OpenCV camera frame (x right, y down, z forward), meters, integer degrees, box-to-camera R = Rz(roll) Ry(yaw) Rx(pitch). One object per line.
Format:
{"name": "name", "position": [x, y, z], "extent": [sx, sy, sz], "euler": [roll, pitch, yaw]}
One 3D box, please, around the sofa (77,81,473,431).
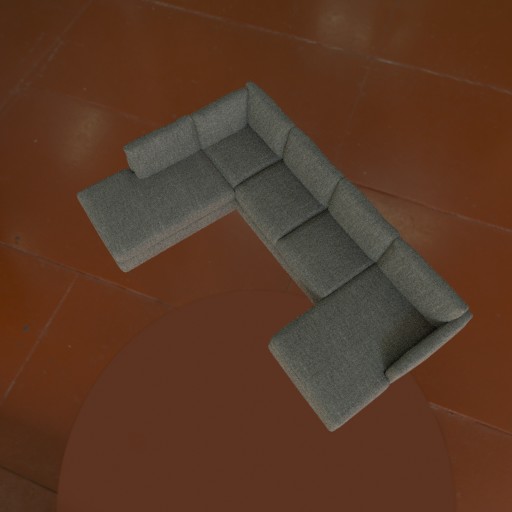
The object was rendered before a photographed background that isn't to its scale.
{"name": "sofa", "position": [0.000, 0.000, 3.521], "extent": [1.879, 0.756, 2.737], "euler": [-32, 68, -15]}
